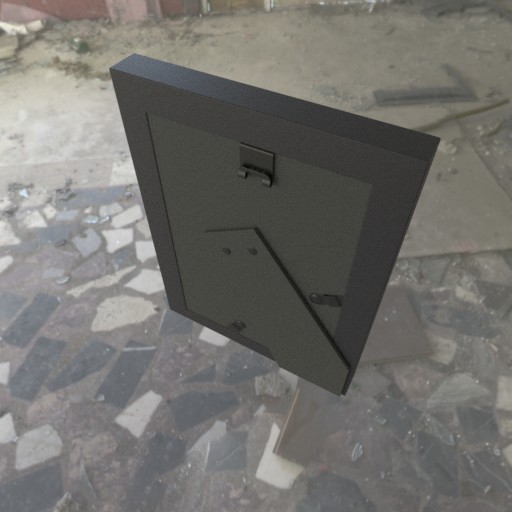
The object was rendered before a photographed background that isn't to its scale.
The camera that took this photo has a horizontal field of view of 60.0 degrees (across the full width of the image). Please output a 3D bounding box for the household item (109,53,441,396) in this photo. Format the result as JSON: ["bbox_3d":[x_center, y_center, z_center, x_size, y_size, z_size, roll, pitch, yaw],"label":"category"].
[{"bbox_3d":[0.000,0.000,0.233,0.133,0.178,0.022,23,53,19],"label":"household item"}]
